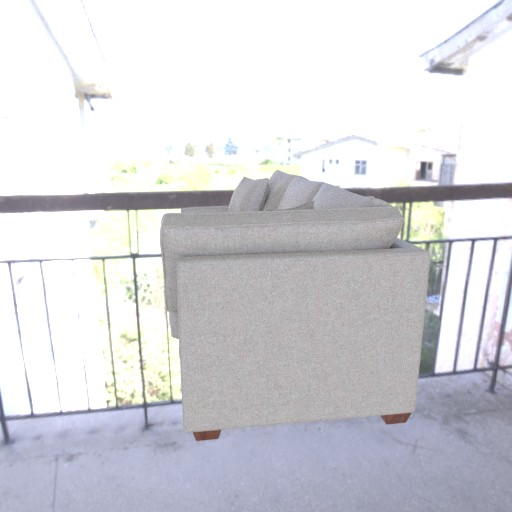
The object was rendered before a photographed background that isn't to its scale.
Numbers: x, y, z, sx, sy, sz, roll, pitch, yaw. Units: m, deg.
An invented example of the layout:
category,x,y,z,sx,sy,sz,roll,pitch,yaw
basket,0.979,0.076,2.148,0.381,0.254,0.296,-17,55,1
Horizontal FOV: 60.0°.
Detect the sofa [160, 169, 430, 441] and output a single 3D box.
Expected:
category,x,y,z,sx,sy,sz,roll,pitch,yaw
sofa,0.000,0.000,2.815,1.061,0.962,2.317,-2,14,-9
